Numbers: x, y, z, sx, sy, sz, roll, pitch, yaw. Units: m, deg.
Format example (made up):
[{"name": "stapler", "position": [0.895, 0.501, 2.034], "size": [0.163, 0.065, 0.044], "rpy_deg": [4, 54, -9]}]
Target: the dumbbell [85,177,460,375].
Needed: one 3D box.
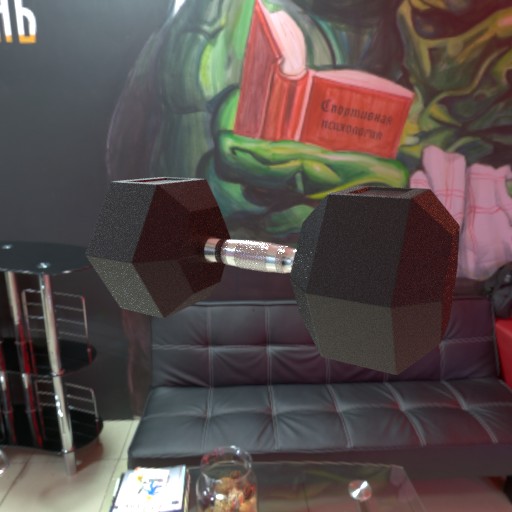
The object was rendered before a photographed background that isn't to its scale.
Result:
[{"name": "dumbbell", "position": [0.000, 0.000, 0.333], "size": [0.271, 0.106, 0.122], "rpy_deg": [8, 16, 29]}]
